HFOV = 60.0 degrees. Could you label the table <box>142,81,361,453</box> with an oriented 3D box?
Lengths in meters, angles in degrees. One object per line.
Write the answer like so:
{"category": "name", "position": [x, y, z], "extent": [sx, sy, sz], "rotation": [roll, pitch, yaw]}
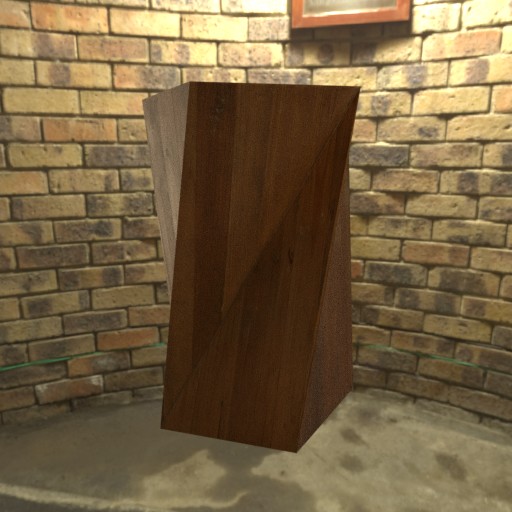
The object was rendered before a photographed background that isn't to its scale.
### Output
{"category": "table", "position": [0.000, 0.000, 0.892], "extent": [0.441, 0.604, 0.425], "rotation": [-7, 15, -26]}
